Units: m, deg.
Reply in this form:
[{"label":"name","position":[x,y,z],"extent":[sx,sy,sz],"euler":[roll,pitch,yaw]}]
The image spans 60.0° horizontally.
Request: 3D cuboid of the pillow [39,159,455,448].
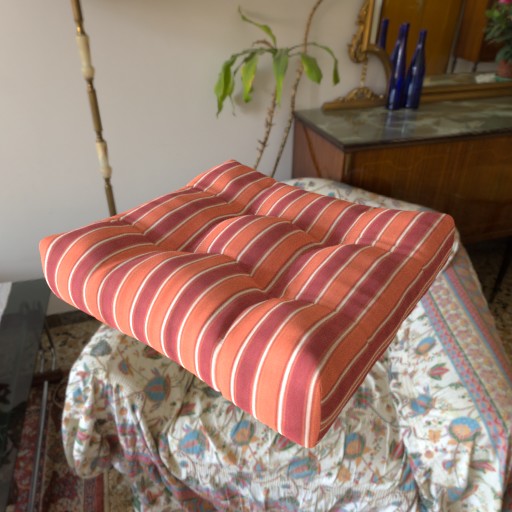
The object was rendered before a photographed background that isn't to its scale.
[{"label":"pillow","position":[0.000,0.000,0.702],"extent":[0.490,0.133,0.468],"euler":[21,38,31]}]
